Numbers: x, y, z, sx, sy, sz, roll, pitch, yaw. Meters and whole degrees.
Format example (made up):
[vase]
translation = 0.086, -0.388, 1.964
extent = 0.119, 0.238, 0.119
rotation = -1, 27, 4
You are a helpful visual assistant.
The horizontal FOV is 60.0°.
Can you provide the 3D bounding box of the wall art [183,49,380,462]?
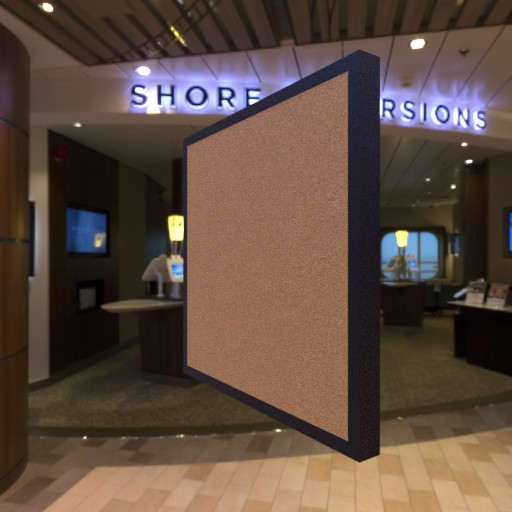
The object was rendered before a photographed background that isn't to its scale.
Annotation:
[wall art]
translation = 0.000, 0.000, 0.765
extent = 0.038, 0.508, 0.508
rotation = 0, 0, -34
